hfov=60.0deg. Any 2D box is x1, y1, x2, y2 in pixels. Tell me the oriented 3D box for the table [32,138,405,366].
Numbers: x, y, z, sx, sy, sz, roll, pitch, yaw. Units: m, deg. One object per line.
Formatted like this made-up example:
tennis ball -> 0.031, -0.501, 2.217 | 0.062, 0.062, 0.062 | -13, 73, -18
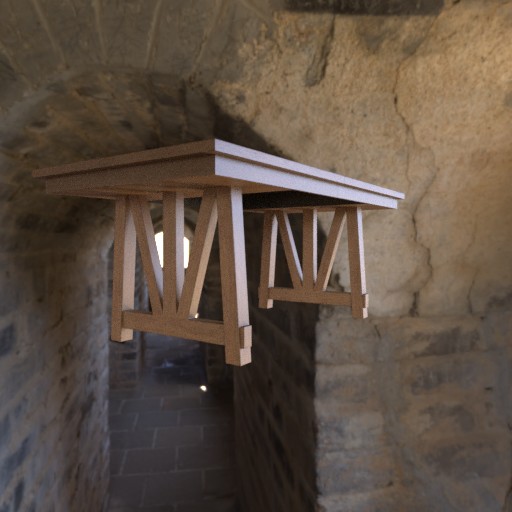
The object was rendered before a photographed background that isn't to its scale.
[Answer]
table -> 0.000, 0.000, 2.379 | 1.016, 0.768, 1.881 | 1, 2, 35
